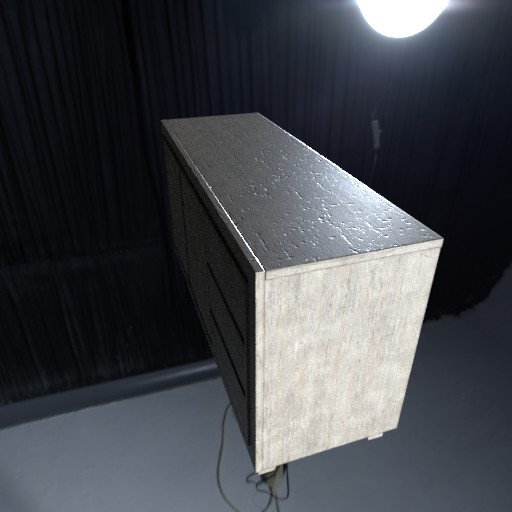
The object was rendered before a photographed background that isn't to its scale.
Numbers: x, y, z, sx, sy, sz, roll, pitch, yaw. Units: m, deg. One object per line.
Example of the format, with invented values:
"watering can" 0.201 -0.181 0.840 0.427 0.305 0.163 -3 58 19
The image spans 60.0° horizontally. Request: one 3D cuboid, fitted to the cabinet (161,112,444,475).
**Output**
"cabinet" 0.000 0.000 1.857 0.511 0.825 1.460 -10 32 -16
